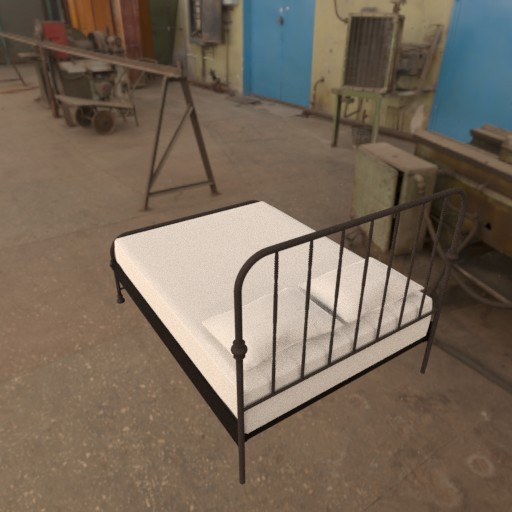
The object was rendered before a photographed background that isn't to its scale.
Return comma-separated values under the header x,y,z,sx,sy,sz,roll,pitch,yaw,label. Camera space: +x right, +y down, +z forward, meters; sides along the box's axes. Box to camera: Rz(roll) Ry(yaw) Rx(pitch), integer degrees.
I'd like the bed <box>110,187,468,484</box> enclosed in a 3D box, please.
x,y,z,sx,sy,sz,roll,pitch,yaw,label
0.000,0.000,3.236,1.616,1.446,2.134,-18,34,-29,bed
